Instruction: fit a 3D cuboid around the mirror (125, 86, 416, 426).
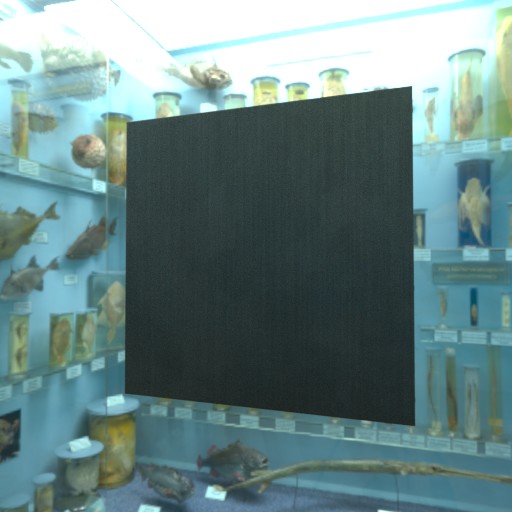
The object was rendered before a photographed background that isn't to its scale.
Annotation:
[{"bbox_3d":[0.000,0.000,0.568,0.382,0.381,0.020,0,-1,19],"label":"mirror"}]
